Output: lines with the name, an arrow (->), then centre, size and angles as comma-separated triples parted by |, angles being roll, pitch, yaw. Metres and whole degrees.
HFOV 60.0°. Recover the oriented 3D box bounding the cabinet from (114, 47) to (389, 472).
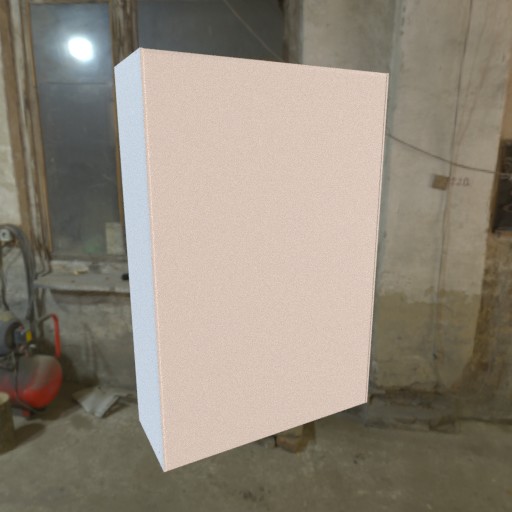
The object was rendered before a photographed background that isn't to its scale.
cabinet -> 0.000, 0.000, 2.446 | 1.290, 1.910, 0.510 | -7, 16, -27
